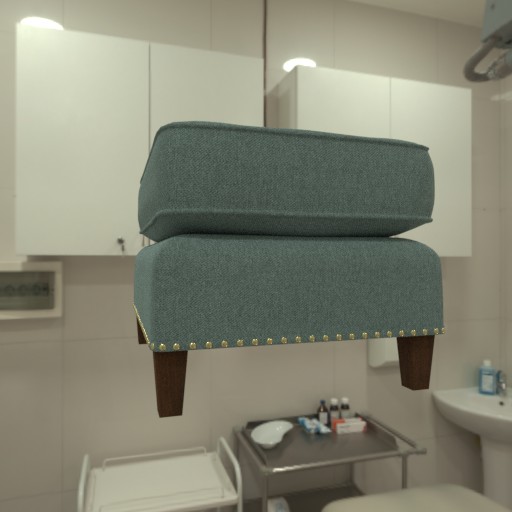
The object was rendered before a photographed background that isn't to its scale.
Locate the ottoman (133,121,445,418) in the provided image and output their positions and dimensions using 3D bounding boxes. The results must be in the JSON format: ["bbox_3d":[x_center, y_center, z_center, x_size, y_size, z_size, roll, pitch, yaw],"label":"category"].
[{"bbox_3d":[0.000,0.000,1.142,0.589,0.537,0.738,0,0,-18],"label":"ottoman"}]
